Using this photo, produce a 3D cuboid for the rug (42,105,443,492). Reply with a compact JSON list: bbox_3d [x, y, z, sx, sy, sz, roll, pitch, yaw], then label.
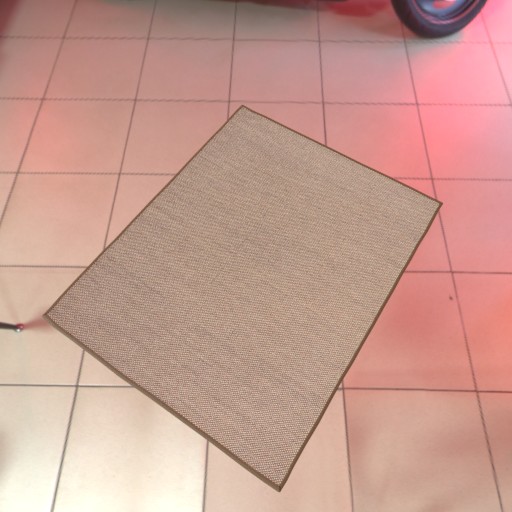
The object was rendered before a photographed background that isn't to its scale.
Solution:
[{"bbox_3d":[0.000,0.000,4.066,2.413,0.020,3.041,30,66,15],"label":"rug"}]
